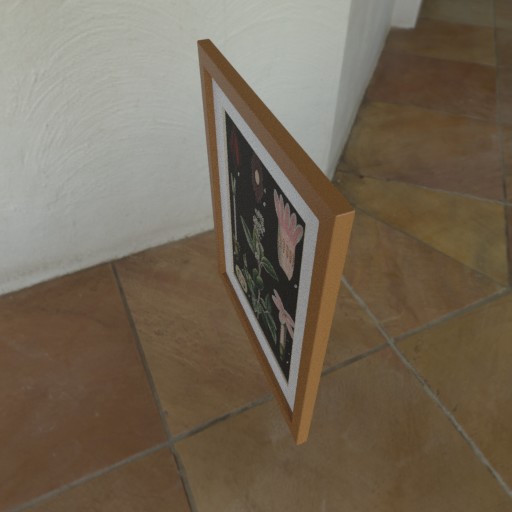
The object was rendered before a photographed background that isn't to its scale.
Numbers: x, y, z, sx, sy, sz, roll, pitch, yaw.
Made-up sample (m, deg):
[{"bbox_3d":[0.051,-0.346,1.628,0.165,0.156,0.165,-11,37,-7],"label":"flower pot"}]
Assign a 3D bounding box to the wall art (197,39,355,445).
[{"bbox_3d":[0.000,0.000,0.751,0.021,0.550,0.449,-16,48,-15],"label":"wall art"}]
